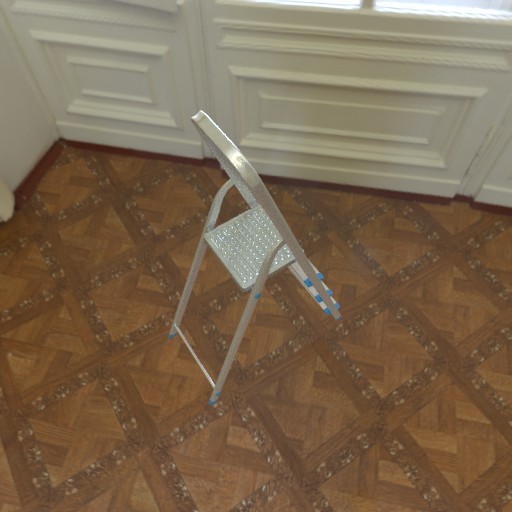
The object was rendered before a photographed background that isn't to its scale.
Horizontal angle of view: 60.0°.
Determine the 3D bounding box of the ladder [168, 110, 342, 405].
[{"bbox_3d":[0.000,0.000,1.795,0.842,1.434,0.445,-30,62,-17],"label":"ladder"}]
